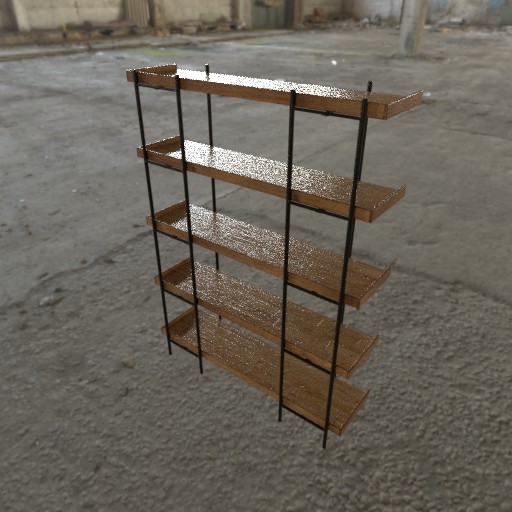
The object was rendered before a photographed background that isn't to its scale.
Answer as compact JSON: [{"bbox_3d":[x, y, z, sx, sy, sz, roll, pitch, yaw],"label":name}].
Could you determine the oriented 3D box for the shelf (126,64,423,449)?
[{"bbox_3d":[0.000,0.000,2.408,1.371,1.826,0.379,21,36,32],"label":"shelf"}]
